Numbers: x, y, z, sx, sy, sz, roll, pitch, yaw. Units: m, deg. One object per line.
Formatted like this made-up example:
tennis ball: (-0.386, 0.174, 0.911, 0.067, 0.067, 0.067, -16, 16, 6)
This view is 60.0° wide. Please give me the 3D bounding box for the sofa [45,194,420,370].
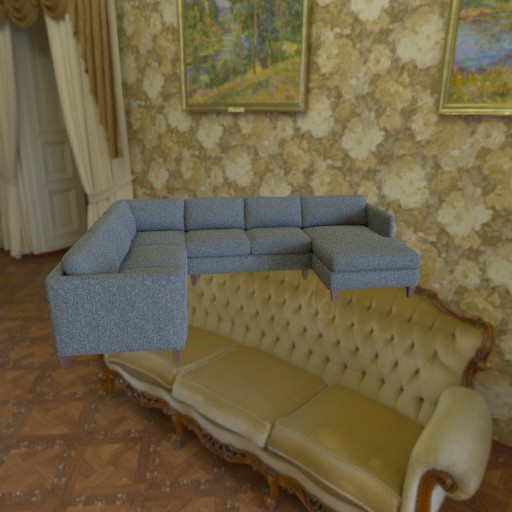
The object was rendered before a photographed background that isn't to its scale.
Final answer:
sofa: (0.000, 0.000, 4.408, 3.238, 0.853, 2.551, -2, 17, -8)
